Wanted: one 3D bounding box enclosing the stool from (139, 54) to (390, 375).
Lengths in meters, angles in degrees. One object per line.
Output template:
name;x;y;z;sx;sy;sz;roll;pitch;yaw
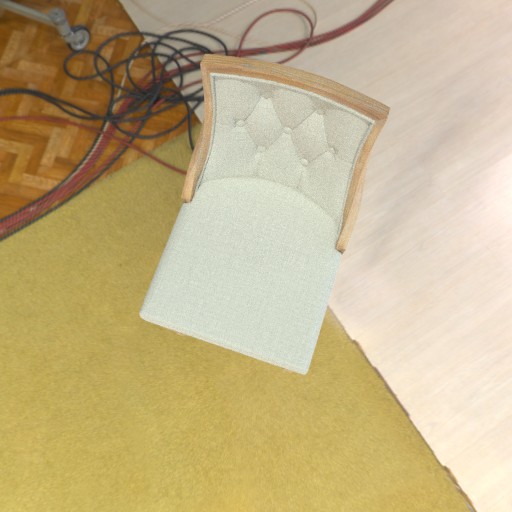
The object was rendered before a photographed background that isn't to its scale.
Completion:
stool;0.000;0.000;1.455;0.524;1.101;0.626;18;77;4
